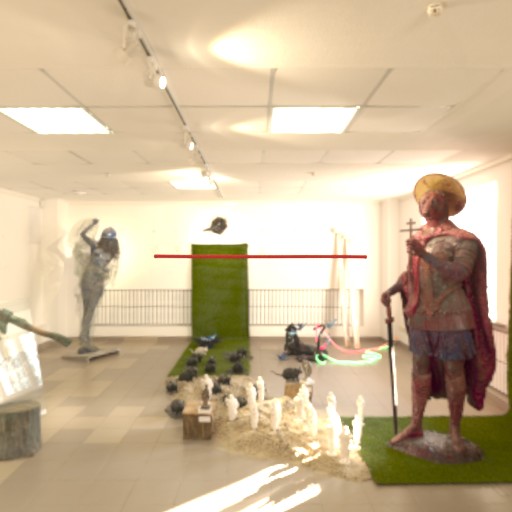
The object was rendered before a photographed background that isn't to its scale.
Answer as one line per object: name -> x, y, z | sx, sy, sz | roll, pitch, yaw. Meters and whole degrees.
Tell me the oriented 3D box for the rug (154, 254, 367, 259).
rug -> 0.000, 0.000, 2.507 | 0.659, 0.015, 2.292 | 0, 0, -1
